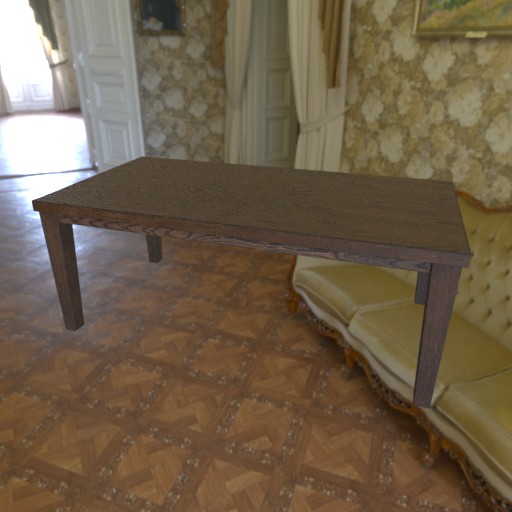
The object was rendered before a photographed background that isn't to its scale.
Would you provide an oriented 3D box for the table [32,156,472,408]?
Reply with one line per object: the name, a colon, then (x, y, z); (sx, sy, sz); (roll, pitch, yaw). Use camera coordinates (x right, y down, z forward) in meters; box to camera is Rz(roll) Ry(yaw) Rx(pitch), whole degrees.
table: (0.000, 0.000, 2.481); (1.981, 0.762, 1.016); (8, 26, 16)
